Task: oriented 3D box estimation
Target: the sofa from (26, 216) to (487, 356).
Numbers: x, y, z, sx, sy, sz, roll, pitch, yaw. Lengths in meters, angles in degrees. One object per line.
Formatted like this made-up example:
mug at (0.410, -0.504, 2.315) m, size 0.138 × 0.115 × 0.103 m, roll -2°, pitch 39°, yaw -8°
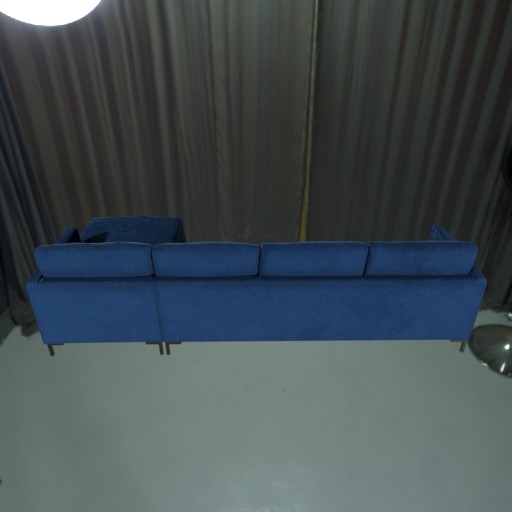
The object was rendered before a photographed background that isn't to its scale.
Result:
sofa at (0.000, 0.000, 3.413) m, size 2.932 × 0.810 × 1.350 m, roll 0°, pitch 30°, yaw -1°
